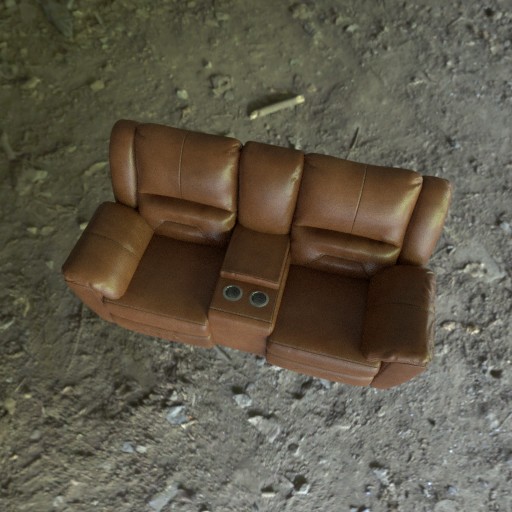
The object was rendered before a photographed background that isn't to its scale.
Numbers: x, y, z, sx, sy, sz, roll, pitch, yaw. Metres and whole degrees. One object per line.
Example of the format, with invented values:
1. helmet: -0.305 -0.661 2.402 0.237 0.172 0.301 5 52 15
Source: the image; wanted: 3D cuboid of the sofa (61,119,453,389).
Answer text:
1. sofa: 0.000 0.000 2.634 2.058 1.043 0.991 12 60 7
